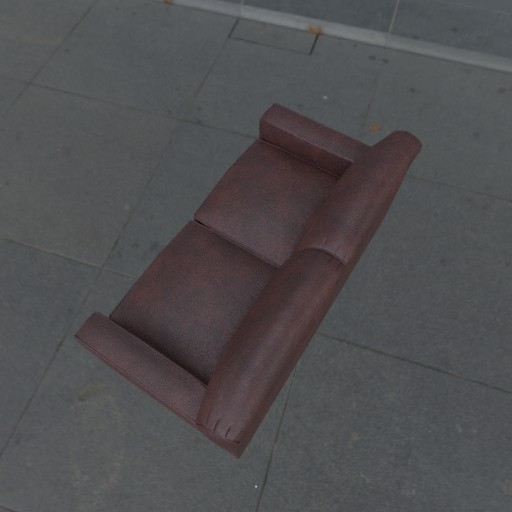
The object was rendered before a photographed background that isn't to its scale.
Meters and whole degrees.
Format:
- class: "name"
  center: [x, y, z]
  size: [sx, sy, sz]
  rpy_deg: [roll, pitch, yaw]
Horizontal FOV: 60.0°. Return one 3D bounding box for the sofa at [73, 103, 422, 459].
- class: "sofa"
  center: [0.000, 0.000, 2.493]
  size: [1.000, 0.966, 1.856]
  rpy_deg: [30, 66, 14]
